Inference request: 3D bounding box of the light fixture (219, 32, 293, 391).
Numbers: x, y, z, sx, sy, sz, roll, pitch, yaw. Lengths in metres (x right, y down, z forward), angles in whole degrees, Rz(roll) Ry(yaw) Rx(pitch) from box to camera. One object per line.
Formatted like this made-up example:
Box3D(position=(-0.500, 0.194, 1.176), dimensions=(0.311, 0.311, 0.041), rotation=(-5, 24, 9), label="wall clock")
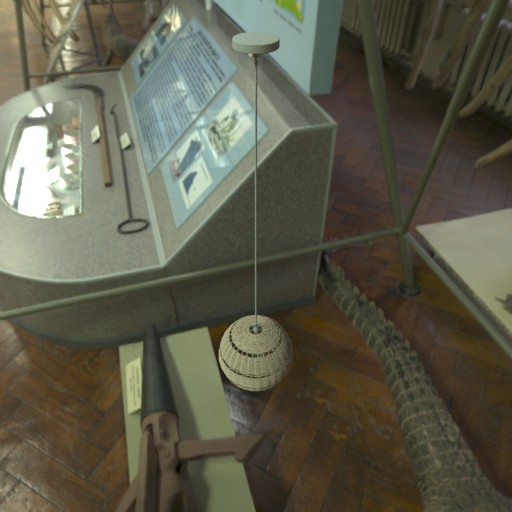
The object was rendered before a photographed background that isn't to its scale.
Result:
Box3D(position=(0.000, 0.000, 2.217), dimensions=(0.457, 2.019, 0.457), rotation=(-11, 42, -13), label="light fixture")
